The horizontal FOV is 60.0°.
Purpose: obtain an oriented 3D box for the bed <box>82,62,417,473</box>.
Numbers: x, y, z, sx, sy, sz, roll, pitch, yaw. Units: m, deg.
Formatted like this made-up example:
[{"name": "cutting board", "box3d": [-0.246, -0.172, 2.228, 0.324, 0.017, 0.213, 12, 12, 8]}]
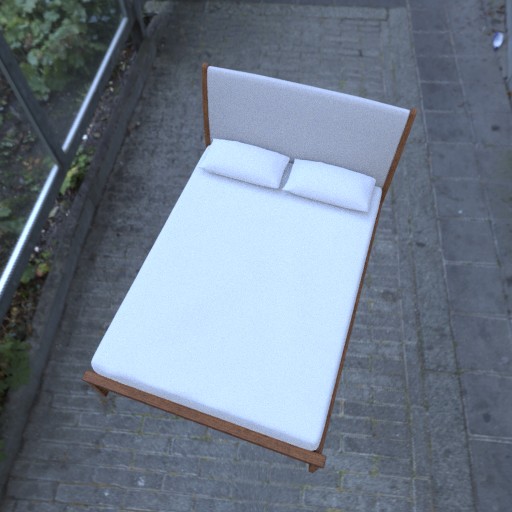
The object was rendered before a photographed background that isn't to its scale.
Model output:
[{"name": "bed", "box3d": [0.000, 0.000, 2.894, 1.502, 1.135, 2.108, 16, 60, 10]}]
